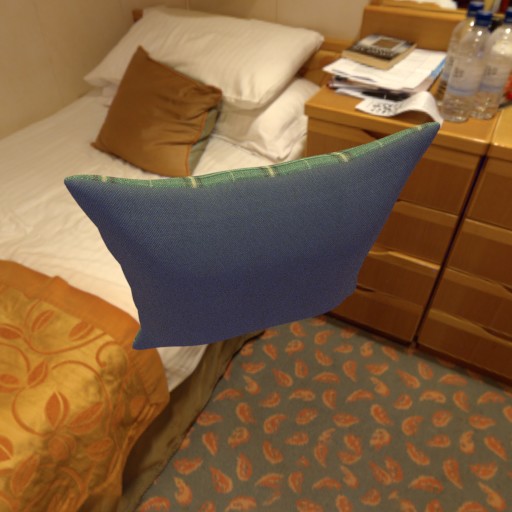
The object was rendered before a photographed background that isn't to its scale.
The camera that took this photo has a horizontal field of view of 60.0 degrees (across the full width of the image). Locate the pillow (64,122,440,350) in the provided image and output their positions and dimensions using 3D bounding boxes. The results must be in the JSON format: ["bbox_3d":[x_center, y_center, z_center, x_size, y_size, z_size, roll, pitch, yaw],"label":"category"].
[{"bbox_3d":[0.000,0.000,0.690,0.453,0.430,0.200,-12,43,-13],"label":"pillow"}]
